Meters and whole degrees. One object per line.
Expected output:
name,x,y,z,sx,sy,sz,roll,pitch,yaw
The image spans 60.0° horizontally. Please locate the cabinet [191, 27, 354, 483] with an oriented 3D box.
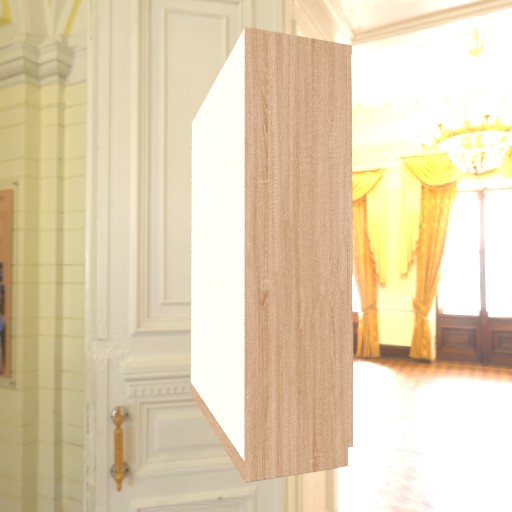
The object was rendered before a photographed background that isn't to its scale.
cabinet,0.000,0.000,2.862,0.590,2.120,1.500,0,-1,-18
